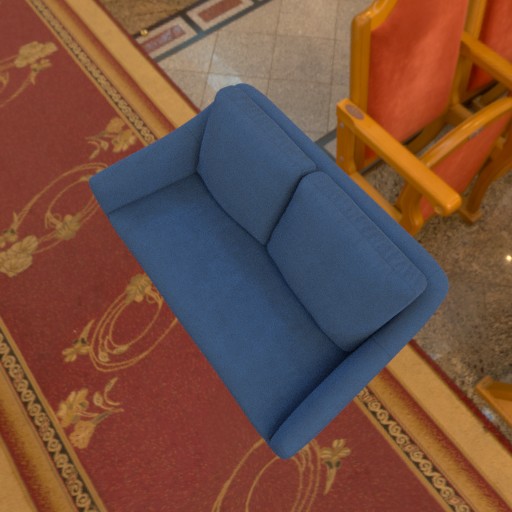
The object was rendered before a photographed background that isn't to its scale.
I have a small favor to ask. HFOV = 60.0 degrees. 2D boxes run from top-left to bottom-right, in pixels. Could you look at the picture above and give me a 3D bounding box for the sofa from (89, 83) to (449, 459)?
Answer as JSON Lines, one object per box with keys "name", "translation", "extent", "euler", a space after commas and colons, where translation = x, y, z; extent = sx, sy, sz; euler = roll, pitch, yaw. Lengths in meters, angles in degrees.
{"name": "sofa", "translation": [0.000, 0.000, 2.192], "extent": [0.960, 0.902, 1.619], "euler": [-34, 68, -15]}
